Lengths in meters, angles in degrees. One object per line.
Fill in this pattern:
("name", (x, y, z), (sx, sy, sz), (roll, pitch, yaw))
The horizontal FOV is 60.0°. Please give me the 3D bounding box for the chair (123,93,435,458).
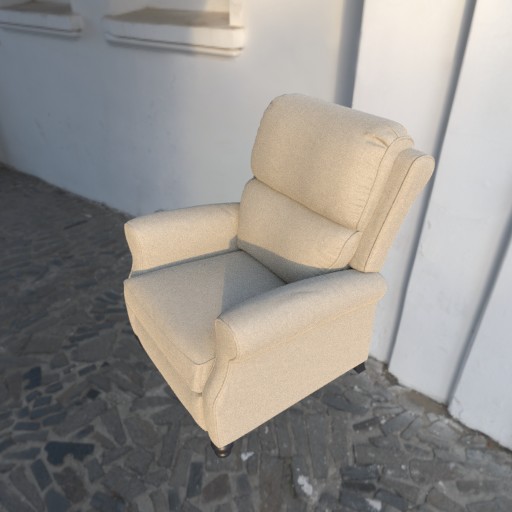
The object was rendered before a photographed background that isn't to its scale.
("chair", (0.000, 0.000, 1.738), (0.919, 1.046, 0.859), (-21, 38, -29))
